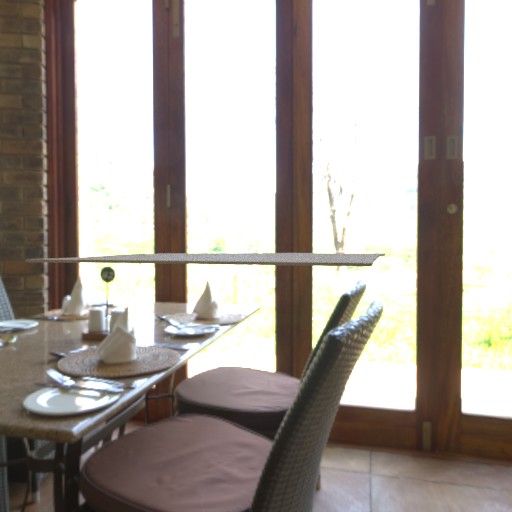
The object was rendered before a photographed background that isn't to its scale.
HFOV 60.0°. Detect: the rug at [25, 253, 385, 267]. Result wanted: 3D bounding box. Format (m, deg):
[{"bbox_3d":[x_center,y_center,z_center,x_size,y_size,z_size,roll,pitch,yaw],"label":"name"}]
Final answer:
[{"bbox_3d":[0.000,0.000,3.726,2.032,0.038,2.869,0,1,18],"label":"rug"}]
